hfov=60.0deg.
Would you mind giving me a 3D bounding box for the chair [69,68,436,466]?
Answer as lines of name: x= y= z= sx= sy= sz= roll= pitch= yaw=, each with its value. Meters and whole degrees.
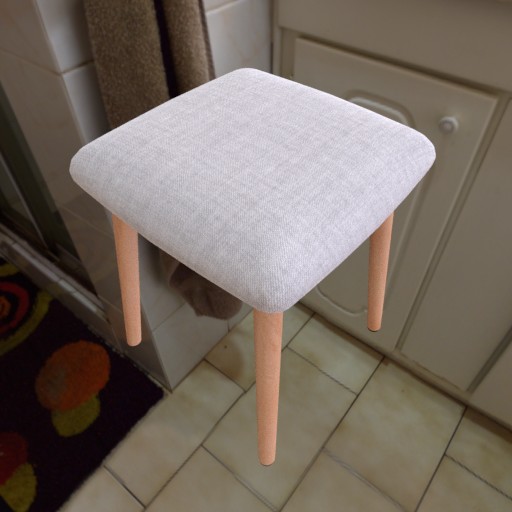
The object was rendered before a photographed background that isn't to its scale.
chair: x=0.000 y=0.000 z=0.678 sx=0.350 sy=0.440 sz=0.350 roll=32 pitch=55 yaw=26
